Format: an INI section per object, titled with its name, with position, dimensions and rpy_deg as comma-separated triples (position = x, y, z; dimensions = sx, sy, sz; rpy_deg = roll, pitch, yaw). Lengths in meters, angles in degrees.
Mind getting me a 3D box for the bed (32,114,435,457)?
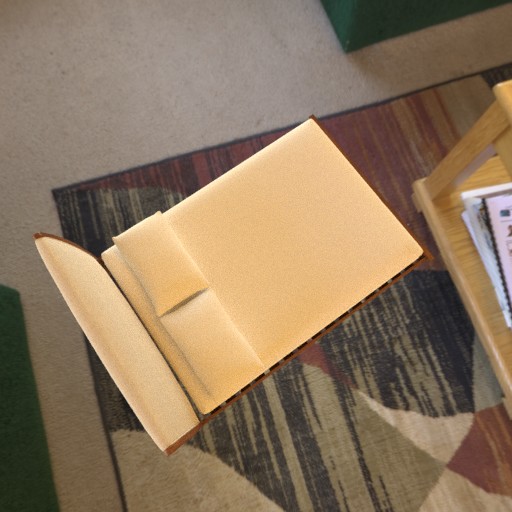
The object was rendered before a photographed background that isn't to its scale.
[bed]
position = 0.000, 0.000, 3.352
dimensions = 2.380, 1.250, 1.612
rpy_deg = -35, 78, -9
